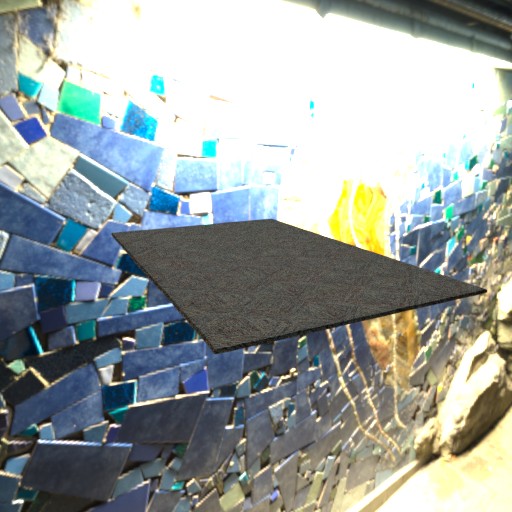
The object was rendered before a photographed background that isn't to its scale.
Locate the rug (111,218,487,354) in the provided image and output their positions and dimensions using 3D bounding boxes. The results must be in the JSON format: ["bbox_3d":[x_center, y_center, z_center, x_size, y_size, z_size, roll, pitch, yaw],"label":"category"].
[{"bbox_3d":[0.000,0.000,2.236,1.143,0.014,1.761,-7,17,-26],"label":"rug"}]
